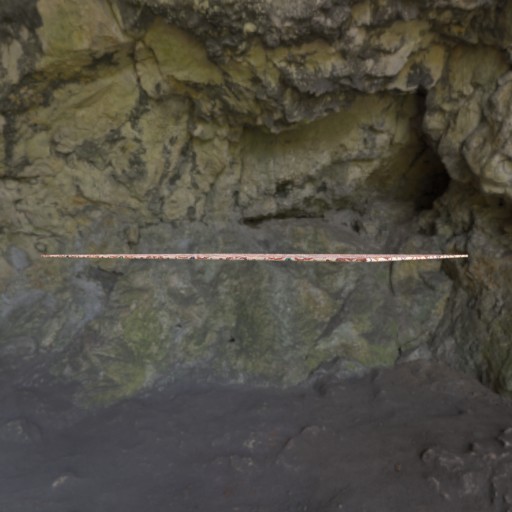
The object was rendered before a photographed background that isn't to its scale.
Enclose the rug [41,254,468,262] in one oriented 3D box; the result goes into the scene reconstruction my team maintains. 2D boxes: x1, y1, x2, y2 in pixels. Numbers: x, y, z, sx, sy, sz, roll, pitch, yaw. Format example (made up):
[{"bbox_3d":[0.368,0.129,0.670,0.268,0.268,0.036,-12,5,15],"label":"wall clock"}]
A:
[{"bbox_3d":[0.000,0.000,4.182,3.215,0.020,2.446,0,1,36],"label":"rug"}]
